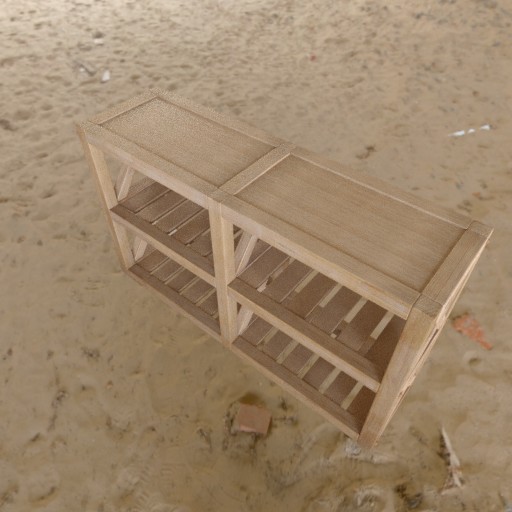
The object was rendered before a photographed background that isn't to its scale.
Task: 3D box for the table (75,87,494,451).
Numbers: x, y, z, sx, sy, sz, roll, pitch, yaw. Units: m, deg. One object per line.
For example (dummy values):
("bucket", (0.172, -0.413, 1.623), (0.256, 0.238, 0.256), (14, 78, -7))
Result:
("table", (0.000, 0.000, 1.624), (1.320, 0.762, 0.381), (30, 53, 26))
